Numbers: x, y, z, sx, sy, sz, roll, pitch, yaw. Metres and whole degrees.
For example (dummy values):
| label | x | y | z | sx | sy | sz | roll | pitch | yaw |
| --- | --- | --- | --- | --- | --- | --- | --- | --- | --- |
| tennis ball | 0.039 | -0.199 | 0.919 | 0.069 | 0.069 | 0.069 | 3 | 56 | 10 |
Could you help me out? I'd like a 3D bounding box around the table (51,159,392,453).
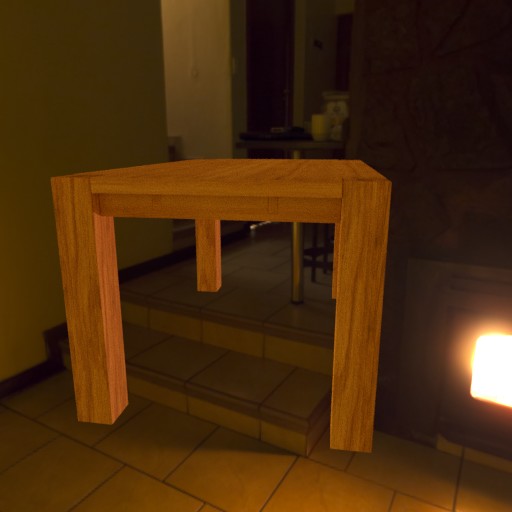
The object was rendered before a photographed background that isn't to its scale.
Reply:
| label | x | y | z | sx | sy | sz | roll | pitch | yaw |
| --- | --- | --- | --- | --- | --- | --- | --- | --- | --- |
| table | 0.000 | 0.000 | 1.898 | 0.900 | 0.760 | 1.400 | 2 | 15 | 9 |
